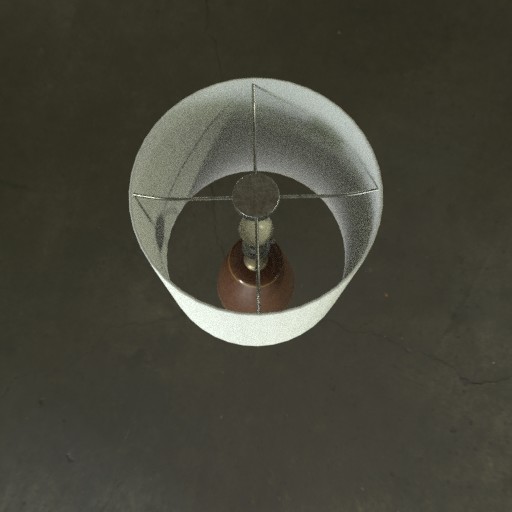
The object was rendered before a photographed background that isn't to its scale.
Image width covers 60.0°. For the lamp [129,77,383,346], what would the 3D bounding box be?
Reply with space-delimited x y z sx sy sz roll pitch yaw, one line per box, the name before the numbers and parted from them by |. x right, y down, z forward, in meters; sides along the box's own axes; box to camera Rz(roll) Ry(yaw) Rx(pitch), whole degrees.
lamp | 0.000 0.000 0.465 0.186 0.369 0.186 0 76 0
